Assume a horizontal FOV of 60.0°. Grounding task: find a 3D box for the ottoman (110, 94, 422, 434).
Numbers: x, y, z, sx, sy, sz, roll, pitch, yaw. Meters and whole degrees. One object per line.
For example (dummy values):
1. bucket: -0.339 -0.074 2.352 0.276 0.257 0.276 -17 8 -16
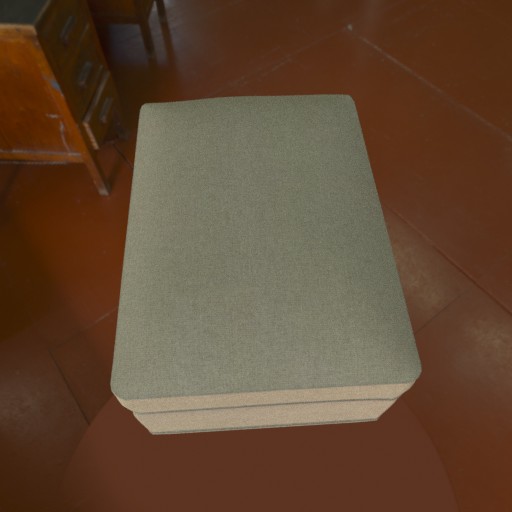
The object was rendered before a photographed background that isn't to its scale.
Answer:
1. ottoman: 0.000 0.000 1.229 0.619 0.504 0.843 -3 59 -2
